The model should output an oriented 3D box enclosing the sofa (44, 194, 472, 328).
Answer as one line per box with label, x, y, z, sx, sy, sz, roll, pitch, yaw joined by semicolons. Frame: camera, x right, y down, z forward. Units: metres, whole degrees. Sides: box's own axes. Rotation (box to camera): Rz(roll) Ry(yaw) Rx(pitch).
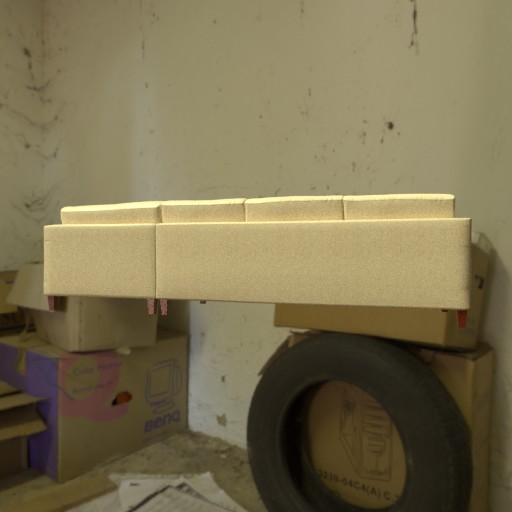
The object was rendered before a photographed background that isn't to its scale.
sofa;0.000;0.000;4.187;3.471;0.954;1.603;0;1;15
